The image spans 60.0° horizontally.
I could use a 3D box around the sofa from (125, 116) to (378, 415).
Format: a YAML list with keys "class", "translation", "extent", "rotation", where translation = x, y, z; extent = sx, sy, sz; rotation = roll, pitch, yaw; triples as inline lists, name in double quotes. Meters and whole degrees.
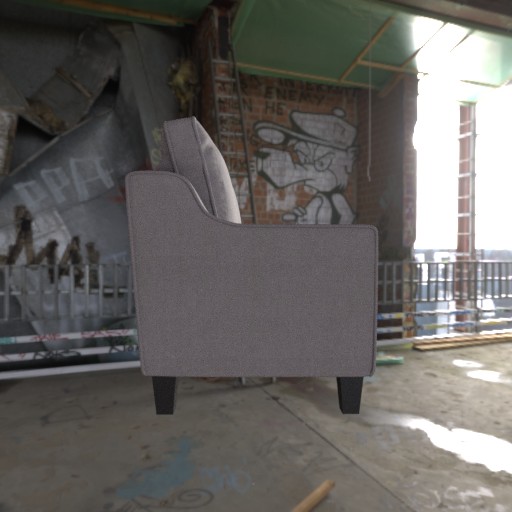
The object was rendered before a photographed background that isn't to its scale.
- class: "sofa"
  translation: [0.000, 0.000, 2.055]
  extent: [0.791, 0.948, 1.500]
  rotation: [0, 1, -1]
